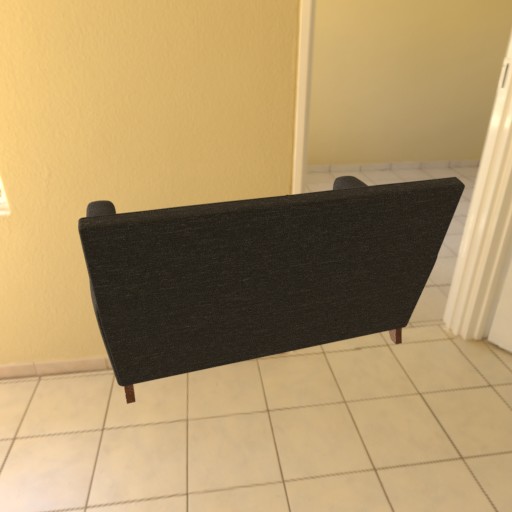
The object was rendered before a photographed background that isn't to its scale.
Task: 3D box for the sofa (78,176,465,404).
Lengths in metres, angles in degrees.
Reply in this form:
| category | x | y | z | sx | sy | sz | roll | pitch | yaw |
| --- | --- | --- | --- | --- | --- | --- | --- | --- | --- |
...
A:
| category | x | y | z | sx | sy | sz | roll | pitch | yaw |
| --- | --- | --- | --- | --- | --- | --- | --- | --- | --- |
| sofa | 0.000 | 0.000 | 2.007 | 1.420 | 0.846 | 0.875 | -8 | 29 | -15 |
